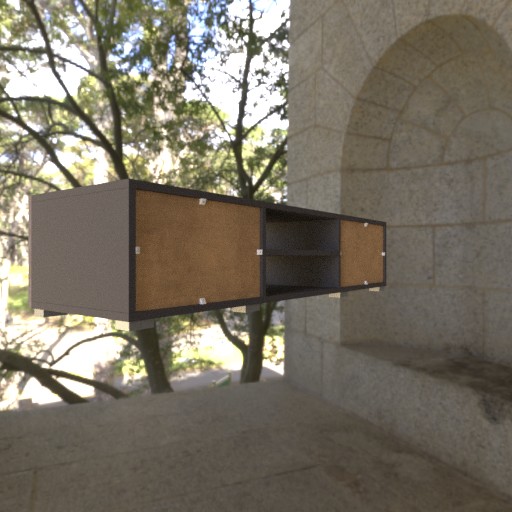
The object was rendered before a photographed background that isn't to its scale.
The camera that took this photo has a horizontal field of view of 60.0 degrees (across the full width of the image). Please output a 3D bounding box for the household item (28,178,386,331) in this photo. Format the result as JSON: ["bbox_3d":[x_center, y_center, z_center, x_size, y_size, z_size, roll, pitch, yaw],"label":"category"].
[{"bbox_3d":[0.000,0.000,1.578,0.420,0.310,1.400,0,0,37],"label":"household item"}]
